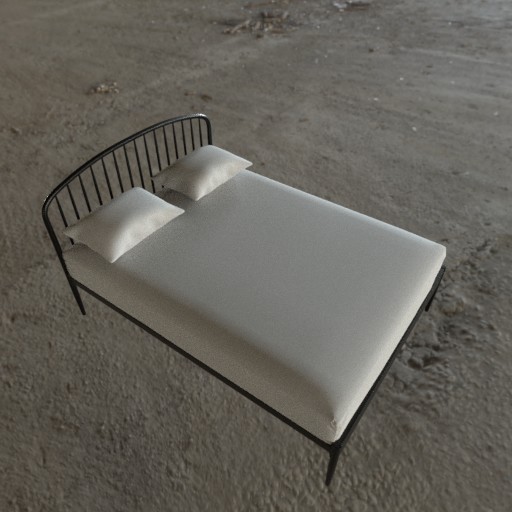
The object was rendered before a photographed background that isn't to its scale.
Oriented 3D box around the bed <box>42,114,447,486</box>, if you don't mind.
[{"bbox_3d":[0.000,0.000,3.027,2.159,1.166,1.618,26,48,26],"label":"bed"}]
